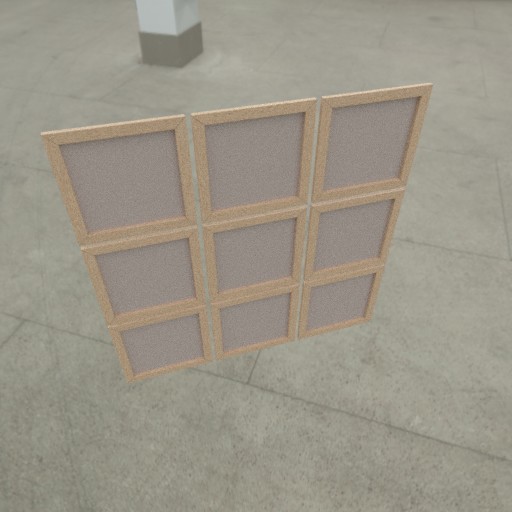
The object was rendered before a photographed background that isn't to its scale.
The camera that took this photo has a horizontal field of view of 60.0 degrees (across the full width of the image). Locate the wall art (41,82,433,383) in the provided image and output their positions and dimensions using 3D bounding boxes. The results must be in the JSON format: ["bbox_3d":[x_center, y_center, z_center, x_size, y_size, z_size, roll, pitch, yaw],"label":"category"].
[{"bbox_3d":[0.000,0.000,1.305,0.917,0.910,0.012,-12,43,-13],"label":"wall art"}]
